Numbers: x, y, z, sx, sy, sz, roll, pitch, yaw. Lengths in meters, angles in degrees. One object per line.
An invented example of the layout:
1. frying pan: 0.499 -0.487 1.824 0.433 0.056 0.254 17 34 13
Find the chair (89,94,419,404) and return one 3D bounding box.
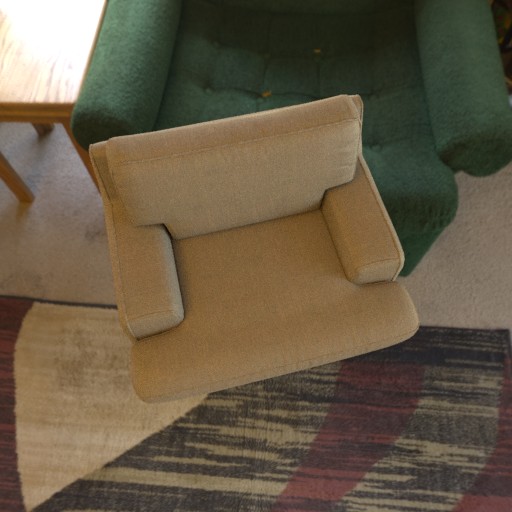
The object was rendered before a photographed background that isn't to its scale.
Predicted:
1. chair: 0.000 0.000 2.016 1.270 0.974 1.043 -13 64 -6
